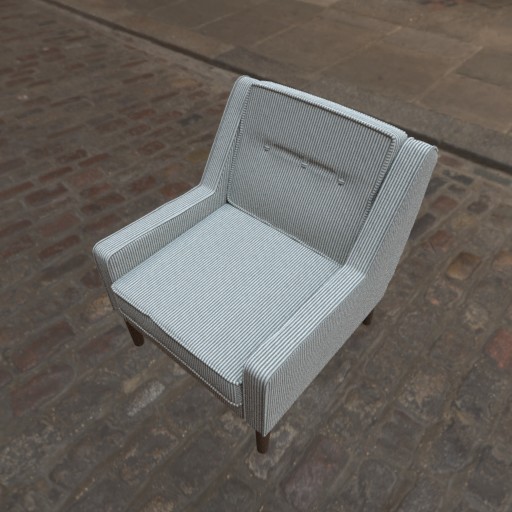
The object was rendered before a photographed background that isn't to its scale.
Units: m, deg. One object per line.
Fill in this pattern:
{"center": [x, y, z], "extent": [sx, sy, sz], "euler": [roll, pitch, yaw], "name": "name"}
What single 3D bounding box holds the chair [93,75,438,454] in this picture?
{"center": [0.000, 0.000, 1.356], "extent": [0.663, 0.792, 0.743], "euler": [31, 53, 27], "name": "chair"}
